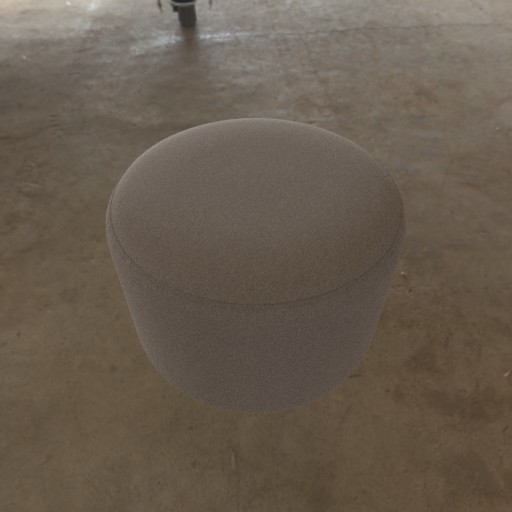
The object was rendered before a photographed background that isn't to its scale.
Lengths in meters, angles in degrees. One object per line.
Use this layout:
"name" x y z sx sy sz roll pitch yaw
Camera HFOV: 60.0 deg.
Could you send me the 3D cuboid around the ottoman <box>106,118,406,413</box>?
"ottoman" 0.000 0.000 1.028 0.608 0.433 0.608 0 46 0
